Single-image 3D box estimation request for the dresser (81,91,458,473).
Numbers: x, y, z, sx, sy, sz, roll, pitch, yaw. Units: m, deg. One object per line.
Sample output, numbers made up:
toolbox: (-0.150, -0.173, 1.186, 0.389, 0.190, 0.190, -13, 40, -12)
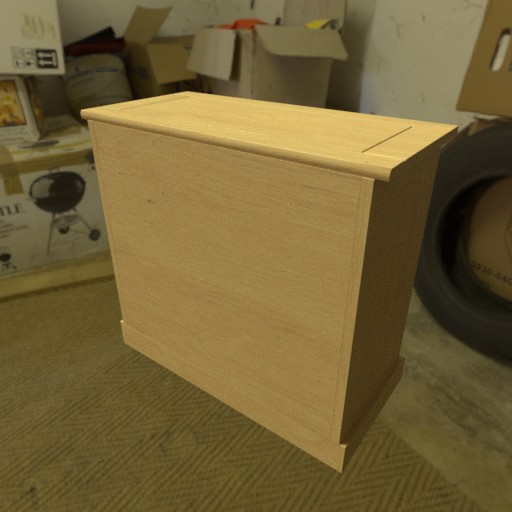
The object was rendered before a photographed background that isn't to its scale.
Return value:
dresser: (0.000, 0.000, 1.369, 0.915, 0.835, 0.440, 20, 34, 32)
